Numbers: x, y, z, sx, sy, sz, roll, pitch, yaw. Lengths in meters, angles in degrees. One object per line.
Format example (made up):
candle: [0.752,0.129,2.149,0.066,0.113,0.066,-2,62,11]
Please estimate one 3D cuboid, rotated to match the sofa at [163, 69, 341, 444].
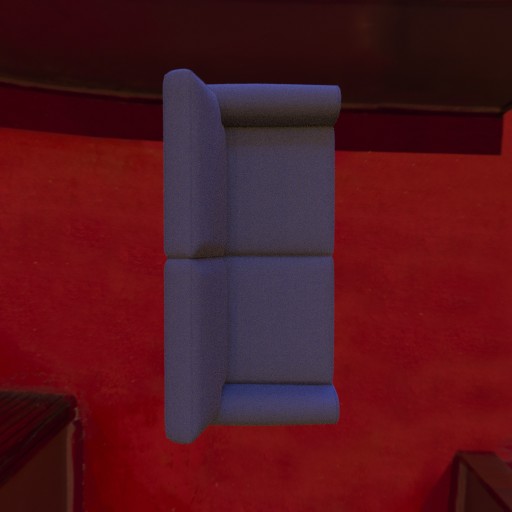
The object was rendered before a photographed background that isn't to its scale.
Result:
sofa: [0.000,0.000,2.609,0.940,1.020,1.930,0,92,0]
